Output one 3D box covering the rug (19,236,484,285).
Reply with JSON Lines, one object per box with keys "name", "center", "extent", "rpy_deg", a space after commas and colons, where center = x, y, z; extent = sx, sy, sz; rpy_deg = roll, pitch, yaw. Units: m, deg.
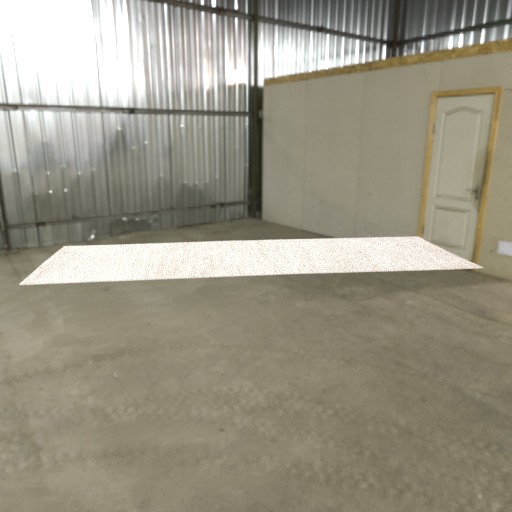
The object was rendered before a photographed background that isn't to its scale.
{"name": "rug", "center": [0.000, 0.000, 2.557], "extent": [2.346, 0.013, 0.712], "rpy_deg": [-2, 16, -6]}
